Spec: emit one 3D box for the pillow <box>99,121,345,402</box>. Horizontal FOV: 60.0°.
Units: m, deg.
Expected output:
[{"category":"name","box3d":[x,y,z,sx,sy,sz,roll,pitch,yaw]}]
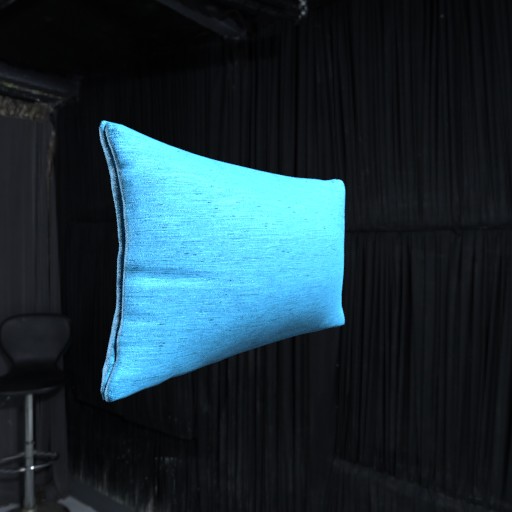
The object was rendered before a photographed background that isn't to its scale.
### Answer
[{"category":"pillow","box3d":[0.000,0.000,0.783,0.210,0.338,0.633,1,2,37]}]
